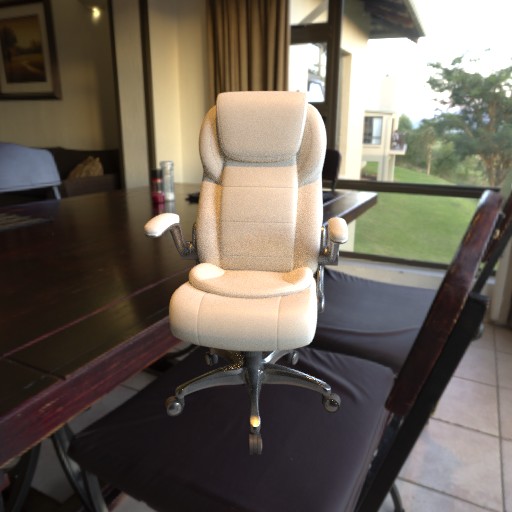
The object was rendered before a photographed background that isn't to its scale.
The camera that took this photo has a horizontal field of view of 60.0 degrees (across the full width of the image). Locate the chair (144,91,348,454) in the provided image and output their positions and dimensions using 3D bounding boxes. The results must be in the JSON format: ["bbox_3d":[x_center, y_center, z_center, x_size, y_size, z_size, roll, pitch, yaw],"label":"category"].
[{"bbox_3d":[0.000,0.000,1.843,0.755,1.330,0.806,2,17,7],"label":"chair"}]
